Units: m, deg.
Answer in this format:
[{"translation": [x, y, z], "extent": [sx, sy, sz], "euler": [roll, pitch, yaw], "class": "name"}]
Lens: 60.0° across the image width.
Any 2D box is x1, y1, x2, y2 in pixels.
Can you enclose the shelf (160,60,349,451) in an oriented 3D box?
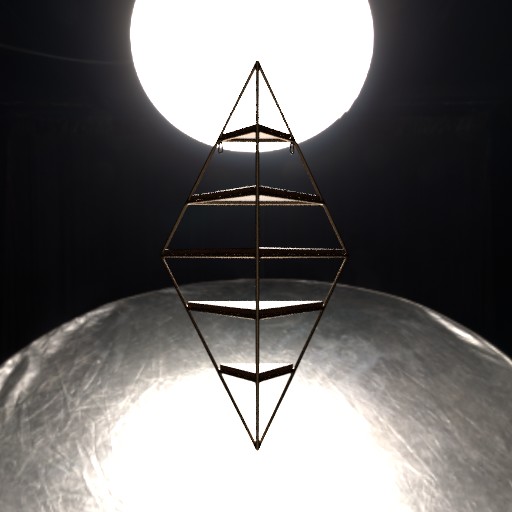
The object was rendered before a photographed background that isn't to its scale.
[{"translation": [0.000, 0.000, 1.178], "extent": [0.564, 0.913, 0.294], "euler": [0, 0, -1], "class": "shelf"}]
